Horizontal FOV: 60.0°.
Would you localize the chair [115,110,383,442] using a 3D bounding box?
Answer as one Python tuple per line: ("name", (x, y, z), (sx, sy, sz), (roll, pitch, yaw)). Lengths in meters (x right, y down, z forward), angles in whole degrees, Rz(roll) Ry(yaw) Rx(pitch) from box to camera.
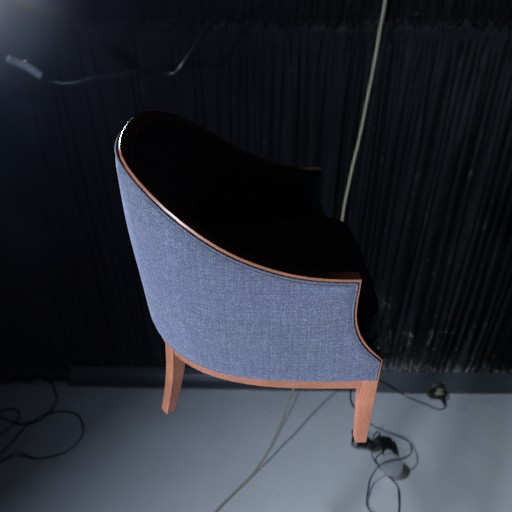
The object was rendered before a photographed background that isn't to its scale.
("chair", (0.000, 0.000, 1.458), (0.735, 0.876, 0.803), (0, 31, 0))
